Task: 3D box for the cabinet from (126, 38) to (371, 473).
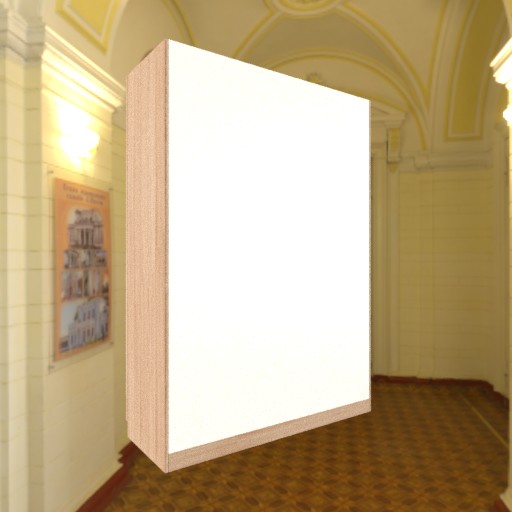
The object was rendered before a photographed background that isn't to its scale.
[{"bbox_3d":[0.000,0.000,2.830,1.500,2.120,0.590,0,0,-35],"label":"cabinet"}]
